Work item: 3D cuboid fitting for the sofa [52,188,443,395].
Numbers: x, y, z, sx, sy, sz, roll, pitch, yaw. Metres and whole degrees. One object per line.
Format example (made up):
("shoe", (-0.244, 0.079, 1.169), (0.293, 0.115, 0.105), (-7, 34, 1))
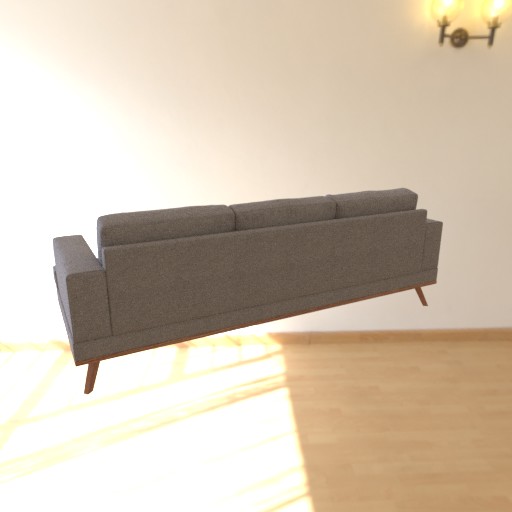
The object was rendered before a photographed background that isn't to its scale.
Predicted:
("sofa", (0.000, 0.000, 2.802), (2.310, 0.810, 0.920), (-9, 19, -27))
